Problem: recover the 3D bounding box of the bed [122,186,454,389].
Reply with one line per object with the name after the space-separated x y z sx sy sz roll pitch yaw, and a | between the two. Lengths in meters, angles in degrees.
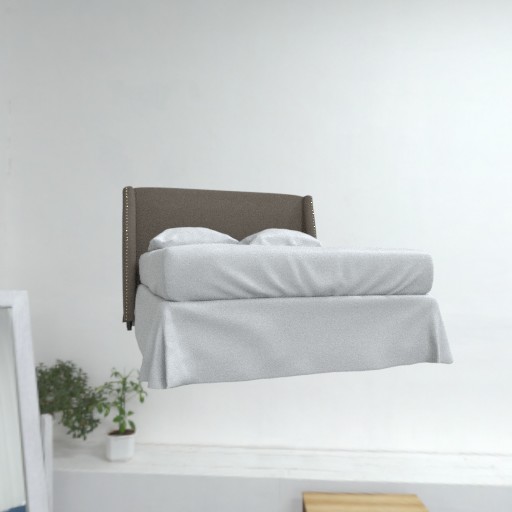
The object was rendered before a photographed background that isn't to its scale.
0.000 0.000 3.408 1.925 1.332 2.276 0 -1 -18 | bed
